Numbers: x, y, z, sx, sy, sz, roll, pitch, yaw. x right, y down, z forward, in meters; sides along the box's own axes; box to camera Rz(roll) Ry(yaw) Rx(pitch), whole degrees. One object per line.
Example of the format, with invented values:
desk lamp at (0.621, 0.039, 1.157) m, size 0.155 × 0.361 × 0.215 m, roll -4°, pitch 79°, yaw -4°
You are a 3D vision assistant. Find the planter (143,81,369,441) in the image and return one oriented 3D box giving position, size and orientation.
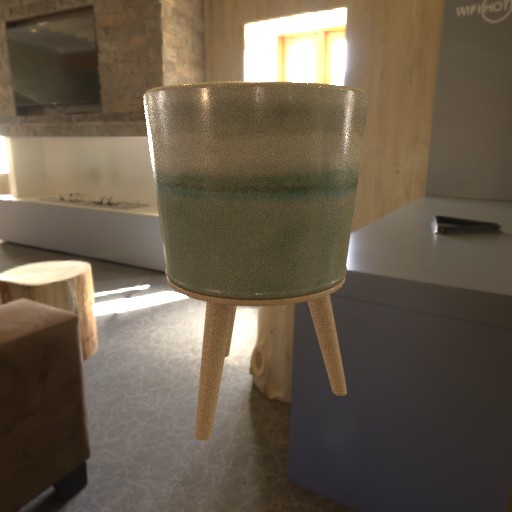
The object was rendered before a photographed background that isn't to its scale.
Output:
planter at (0.000, 0.000, 0.585) m, size 0.265 × 0.404 × 0.265 m, roll -14°, pitch 20°, yaw -43°
